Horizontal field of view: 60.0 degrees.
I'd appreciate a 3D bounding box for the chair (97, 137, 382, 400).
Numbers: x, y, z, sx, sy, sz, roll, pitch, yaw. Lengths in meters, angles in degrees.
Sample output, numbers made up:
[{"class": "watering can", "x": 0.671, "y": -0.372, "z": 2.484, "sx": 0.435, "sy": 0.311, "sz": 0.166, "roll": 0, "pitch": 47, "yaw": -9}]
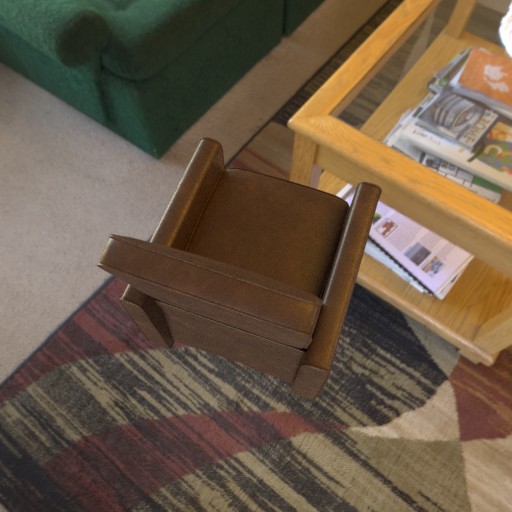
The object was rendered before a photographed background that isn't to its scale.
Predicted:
[{"class": "chair", "x": 0.000, "y": 0.000, "z": 1.539, "sx": 0.705, "sy": 1.013, "sz": 0.746, "roll": 18, "pitch": 64, "yaw": 9}]
